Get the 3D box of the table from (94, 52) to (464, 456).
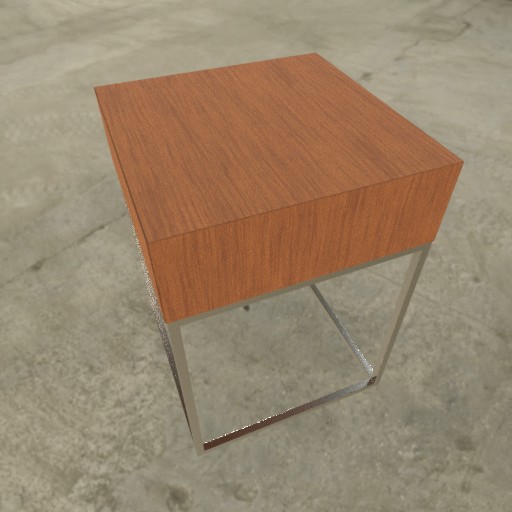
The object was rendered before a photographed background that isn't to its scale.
[{"bbox_3d":[0.000,0.000,0.817,0.398,0.540,0.397,-16,46,-16],"label":"table"}]
